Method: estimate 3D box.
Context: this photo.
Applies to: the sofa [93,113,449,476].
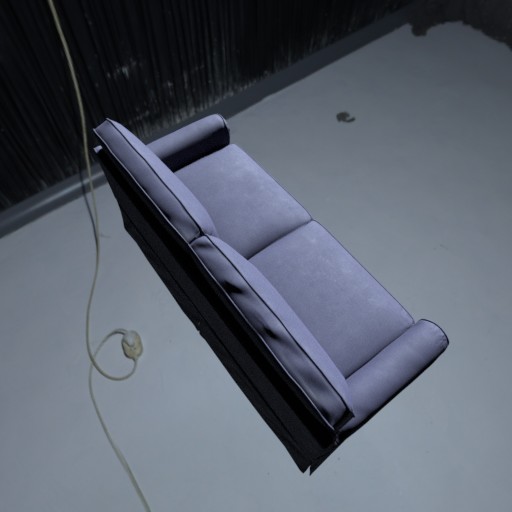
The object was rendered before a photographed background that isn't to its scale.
[{"bbox_3d":[0.000,0.000,2.745,0.983,1.094,2.256,-33,64,-18],"label":"sofa"}]
